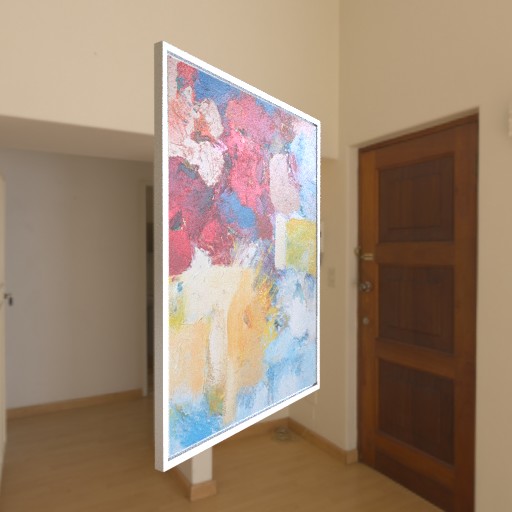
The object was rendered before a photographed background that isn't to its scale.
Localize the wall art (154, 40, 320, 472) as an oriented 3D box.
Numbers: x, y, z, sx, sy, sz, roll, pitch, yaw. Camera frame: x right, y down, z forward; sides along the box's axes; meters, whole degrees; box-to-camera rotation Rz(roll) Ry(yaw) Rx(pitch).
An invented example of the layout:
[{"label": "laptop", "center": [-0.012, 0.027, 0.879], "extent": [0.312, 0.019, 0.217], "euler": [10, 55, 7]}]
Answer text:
[{"label": "wall art", "center": [0.000, 0.000, 1.414], "extent": [0.030, 1.046, 0.816], "euler": [0, 1, 36]}]
